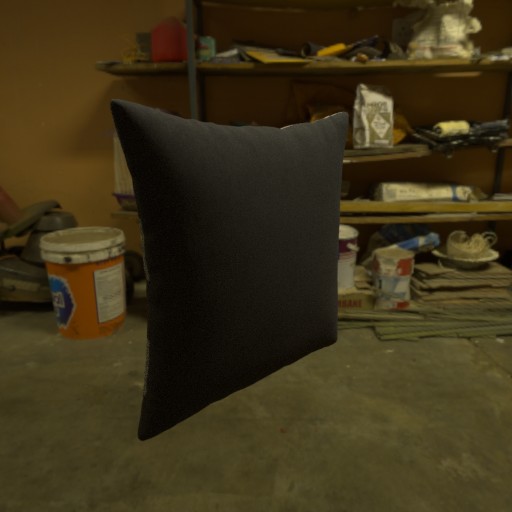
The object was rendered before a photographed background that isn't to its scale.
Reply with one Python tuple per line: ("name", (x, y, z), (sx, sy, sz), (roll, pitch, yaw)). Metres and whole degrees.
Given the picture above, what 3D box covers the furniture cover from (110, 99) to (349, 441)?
("furniture cover", (0.000, 0.000, 0.797), (0.511, 0.509, 0.161), (-14, 21, -42))
